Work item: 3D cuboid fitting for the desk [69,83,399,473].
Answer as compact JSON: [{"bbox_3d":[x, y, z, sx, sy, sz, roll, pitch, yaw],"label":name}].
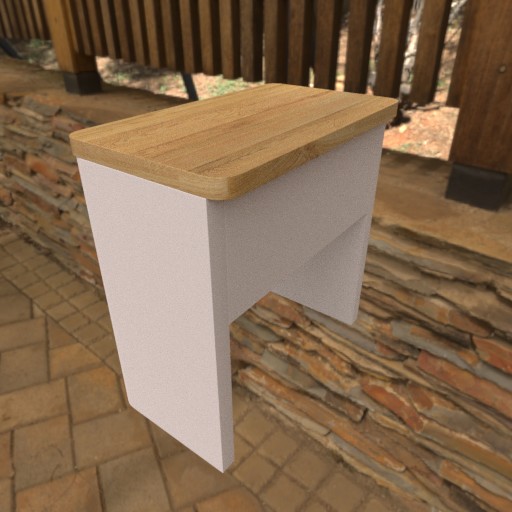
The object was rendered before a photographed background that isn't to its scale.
[{"bbox_3d":[0.000,0.000,1.266,0.440,0.790,0.760,21,37,31],"label":"desk"}]
